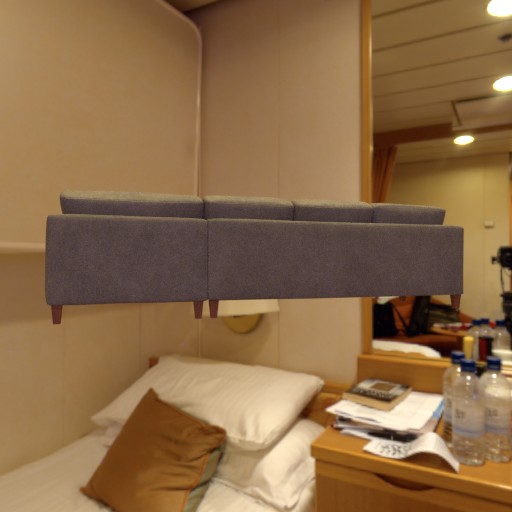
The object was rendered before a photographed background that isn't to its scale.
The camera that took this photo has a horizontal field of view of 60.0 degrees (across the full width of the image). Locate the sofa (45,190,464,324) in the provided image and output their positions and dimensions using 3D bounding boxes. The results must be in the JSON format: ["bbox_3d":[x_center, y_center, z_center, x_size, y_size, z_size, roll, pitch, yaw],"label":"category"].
[{"bbox_3d":[0.000,0.000,4.217,3.471,0.950,1.604,0,-1,-17],"label":"sofa"}]
